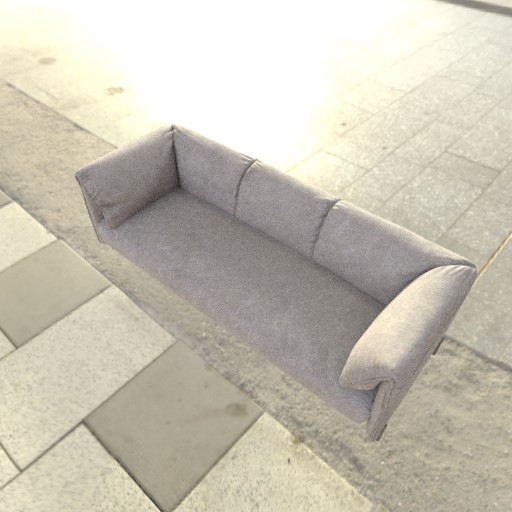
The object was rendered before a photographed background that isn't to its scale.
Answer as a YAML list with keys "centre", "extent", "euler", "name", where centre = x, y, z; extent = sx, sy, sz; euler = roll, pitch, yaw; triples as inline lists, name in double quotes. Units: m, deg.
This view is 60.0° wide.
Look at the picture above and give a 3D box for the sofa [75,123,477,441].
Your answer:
- centre: [0.000, 0.000, 2.688]
  extent: [2.238, 0.758, 0.899]
  euler: [31, 53, 27]
  name: "sofa"
